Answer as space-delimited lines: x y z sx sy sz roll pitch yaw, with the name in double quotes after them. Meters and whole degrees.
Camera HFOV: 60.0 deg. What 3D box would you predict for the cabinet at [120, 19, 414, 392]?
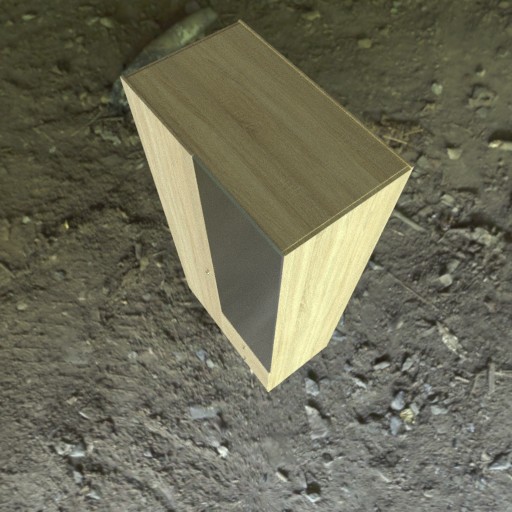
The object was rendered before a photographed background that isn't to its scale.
0.000 0.000 2.546 0.590 2.121 1.001 -34 67 -17 "cabinet"
